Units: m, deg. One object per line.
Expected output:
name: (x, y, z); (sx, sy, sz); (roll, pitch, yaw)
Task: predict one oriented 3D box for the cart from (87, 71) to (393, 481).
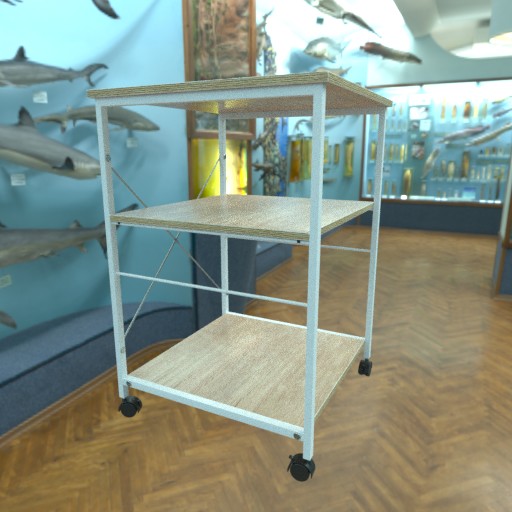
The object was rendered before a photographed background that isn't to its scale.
cart: (0.000, 0.000, 1.115); (0.520, 0.762, 0.521); (7, 16, 26)
